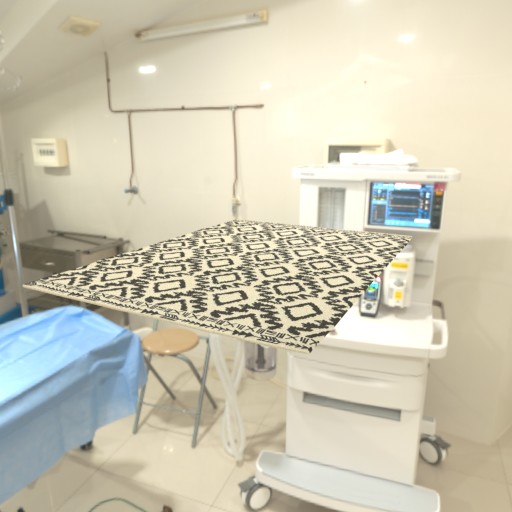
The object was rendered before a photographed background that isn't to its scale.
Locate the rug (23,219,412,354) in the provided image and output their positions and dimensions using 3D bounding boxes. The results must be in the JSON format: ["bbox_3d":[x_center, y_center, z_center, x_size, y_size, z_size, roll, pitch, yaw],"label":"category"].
[{"bbox_3d":[0.000,0.000,4.371,2.444,0.036,3.369,8,17,27],"label":"rug"}]
